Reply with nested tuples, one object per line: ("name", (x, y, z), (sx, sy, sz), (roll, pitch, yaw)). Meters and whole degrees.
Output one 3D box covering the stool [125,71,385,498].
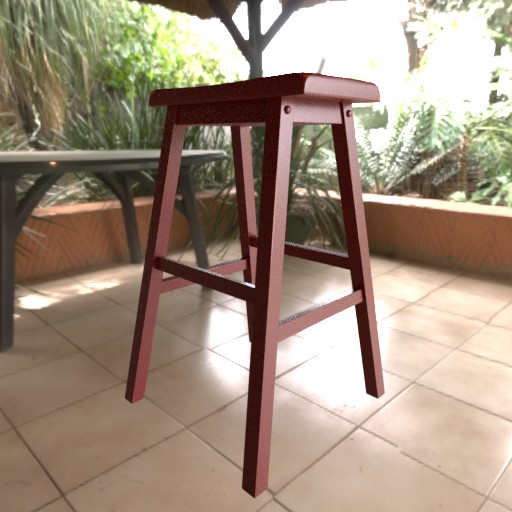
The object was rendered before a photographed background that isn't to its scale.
("stool", (0.000, 0.000, 1.027), (0.457, 0.737, 0.476), (14, 21, 42))
